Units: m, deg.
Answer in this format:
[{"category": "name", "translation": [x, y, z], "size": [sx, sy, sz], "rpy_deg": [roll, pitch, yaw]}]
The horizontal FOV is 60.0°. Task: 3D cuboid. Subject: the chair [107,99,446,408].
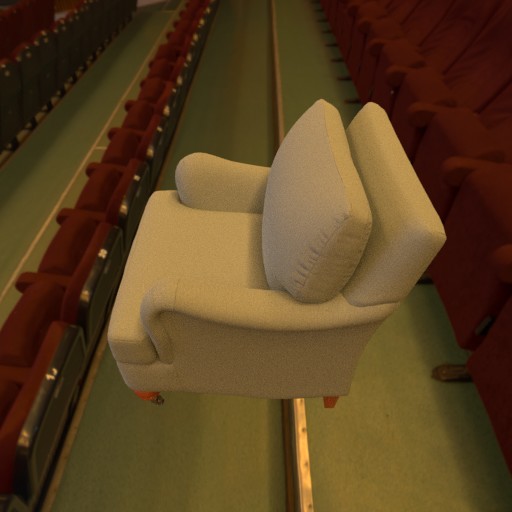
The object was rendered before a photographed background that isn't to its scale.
[{"category": "chair", "translation": [0.000, 0.000, 1.847], "size": [1.070, 1.038, 0.955], "rpy_deg": [0, 42, 0]}]
